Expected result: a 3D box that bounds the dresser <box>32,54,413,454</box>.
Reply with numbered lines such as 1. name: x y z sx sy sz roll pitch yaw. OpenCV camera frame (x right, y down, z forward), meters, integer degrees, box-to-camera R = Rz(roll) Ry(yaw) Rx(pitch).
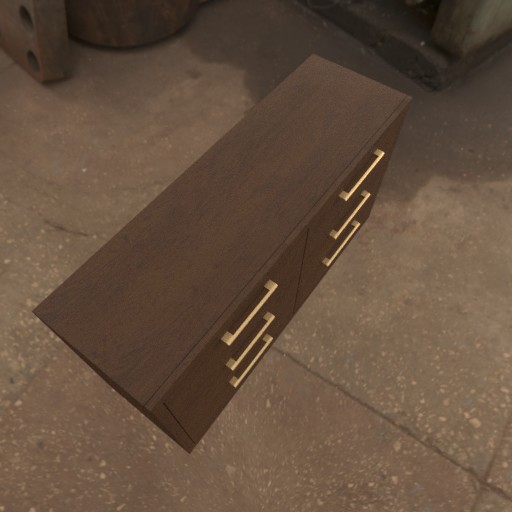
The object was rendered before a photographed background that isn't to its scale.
1. dresser: 0.000 0.000 1.919 0.512 0.889 1.523 32 64 18
